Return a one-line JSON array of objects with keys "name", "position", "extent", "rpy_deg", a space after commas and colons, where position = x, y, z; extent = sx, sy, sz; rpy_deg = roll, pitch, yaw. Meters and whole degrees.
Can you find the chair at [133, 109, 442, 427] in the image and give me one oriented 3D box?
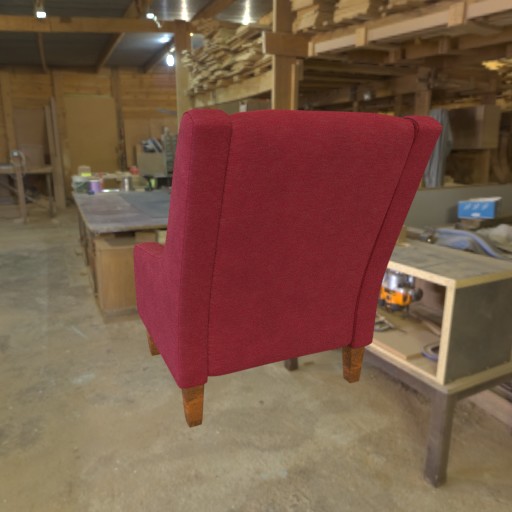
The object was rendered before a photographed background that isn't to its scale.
[{"name": "chair", "position": [0.000, 0.000, 1.708], "extent": [0.793, 1.017, 0.985], "rpy_deg": [-7, 16, -24]}]
